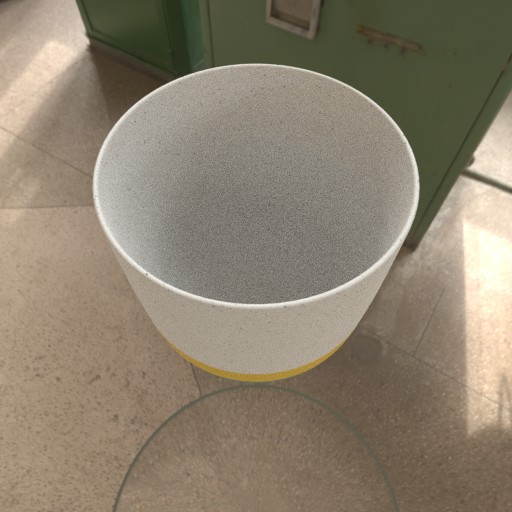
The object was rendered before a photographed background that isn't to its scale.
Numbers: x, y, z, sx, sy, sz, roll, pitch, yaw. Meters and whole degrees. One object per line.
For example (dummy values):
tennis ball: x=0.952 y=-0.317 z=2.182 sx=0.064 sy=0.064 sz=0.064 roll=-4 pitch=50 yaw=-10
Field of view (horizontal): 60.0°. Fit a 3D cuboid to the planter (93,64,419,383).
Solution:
planter: x=0.000 y=0.000 z=0.358 sx=0.195 sy=0.214 sz=0.195 roll=0 pitch=58 yaw=0
